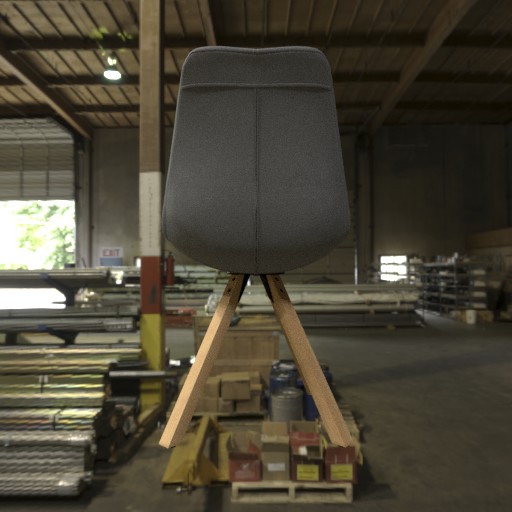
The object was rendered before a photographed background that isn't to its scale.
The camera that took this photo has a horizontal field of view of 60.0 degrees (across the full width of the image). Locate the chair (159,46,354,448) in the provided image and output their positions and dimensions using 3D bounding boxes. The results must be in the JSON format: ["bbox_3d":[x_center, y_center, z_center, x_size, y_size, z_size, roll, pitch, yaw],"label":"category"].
[{"bbox_3d":[0.000,0.000,1.173,0.474,0.863,0.549,0,-2,0],"label":"chair"}]
